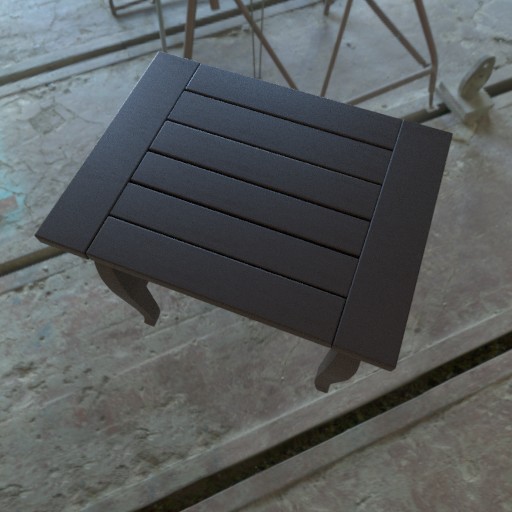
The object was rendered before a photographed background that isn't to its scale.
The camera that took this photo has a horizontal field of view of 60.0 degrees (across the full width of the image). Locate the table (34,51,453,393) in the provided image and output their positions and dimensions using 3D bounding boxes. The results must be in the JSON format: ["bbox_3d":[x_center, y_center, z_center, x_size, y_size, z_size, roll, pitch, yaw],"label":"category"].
[{"bbox_3d":[0.000,0.000,1.041,0.602,0.605,0.460,19,66,9],"label":"table"}]
